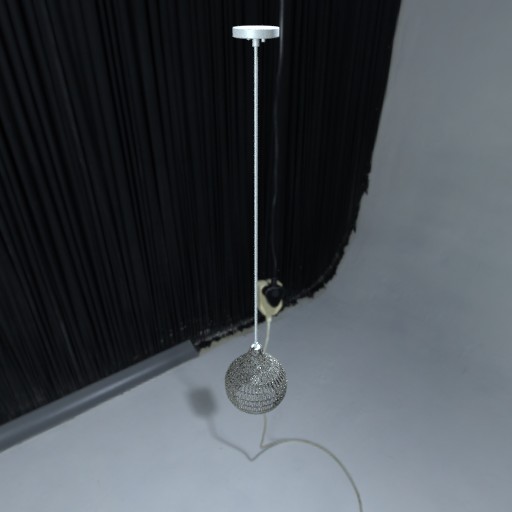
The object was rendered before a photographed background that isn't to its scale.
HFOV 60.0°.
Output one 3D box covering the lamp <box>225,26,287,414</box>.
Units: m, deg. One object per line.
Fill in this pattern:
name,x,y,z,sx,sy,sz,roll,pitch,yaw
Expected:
lamp,0.000,0.000,2.089,0.355,1.919,0.355,-20,36,-30
